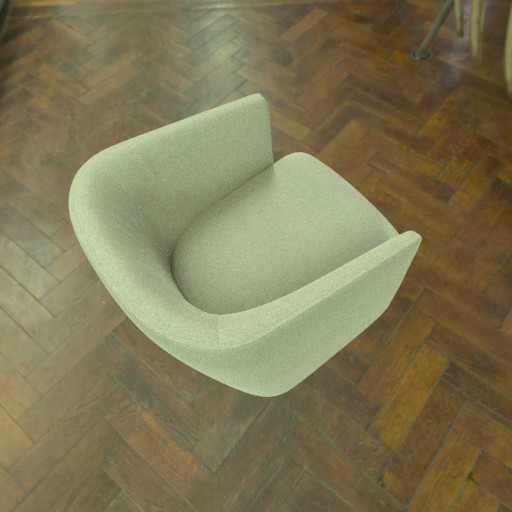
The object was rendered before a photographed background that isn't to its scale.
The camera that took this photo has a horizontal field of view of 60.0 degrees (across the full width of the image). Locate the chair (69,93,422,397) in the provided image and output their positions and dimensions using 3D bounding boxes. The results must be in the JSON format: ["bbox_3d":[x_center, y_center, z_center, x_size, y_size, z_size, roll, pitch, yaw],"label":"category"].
[{"bbox_3d":[0.000,0.000,1.586,0.986,0.861,0.822,-32,63,-18],"label":"chair"}]
